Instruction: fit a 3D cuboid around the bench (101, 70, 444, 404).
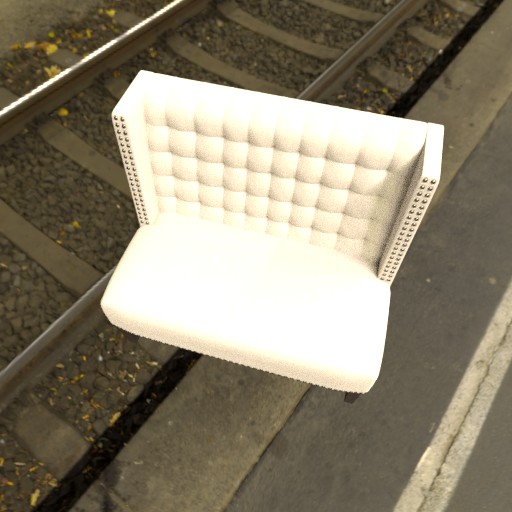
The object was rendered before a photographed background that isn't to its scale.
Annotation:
[{"bbox_3d":[0.000,0.000,2.026,1.280,1.123,0.847,13,59,8],"label":"bench"}]
